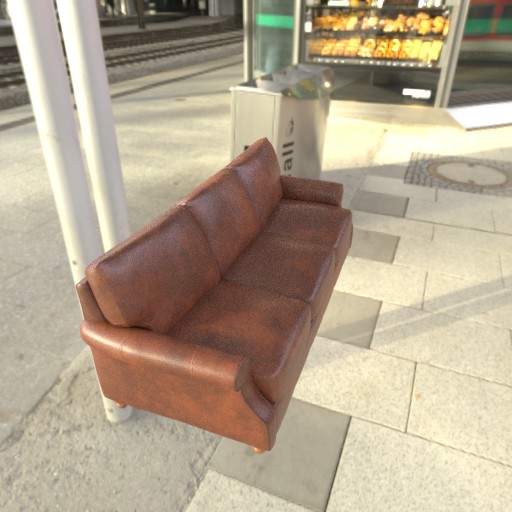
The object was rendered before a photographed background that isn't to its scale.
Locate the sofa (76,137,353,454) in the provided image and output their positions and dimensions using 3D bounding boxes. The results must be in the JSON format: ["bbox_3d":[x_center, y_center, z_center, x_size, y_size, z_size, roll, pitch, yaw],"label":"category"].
[{"bbox_3d":[0.000,0.000,2.890,0.973,0.977,2.351,10,31,18],"label":"sofa"}]
